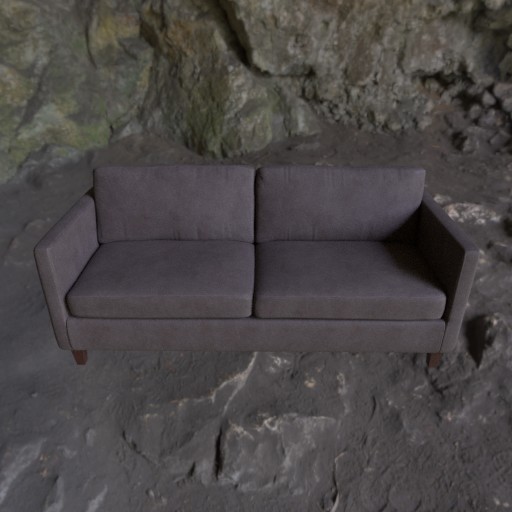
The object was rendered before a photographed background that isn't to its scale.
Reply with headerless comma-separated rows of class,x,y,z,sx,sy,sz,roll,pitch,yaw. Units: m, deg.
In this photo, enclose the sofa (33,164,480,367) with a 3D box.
sofa,0.000,0.000,2.661,2.208,0.965,0.951,0,29,1
